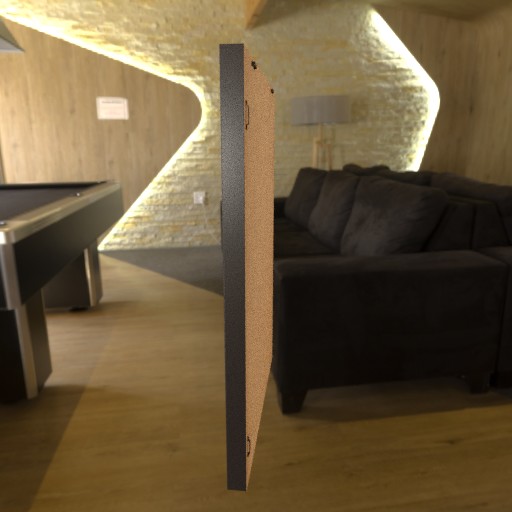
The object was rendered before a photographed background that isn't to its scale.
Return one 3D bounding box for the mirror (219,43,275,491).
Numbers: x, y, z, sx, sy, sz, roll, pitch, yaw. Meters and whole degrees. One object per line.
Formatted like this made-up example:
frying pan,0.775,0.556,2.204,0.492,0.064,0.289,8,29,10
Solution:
mirror,0.000,0.000,0.924,0.039,0.710,0.507,2,14,7
